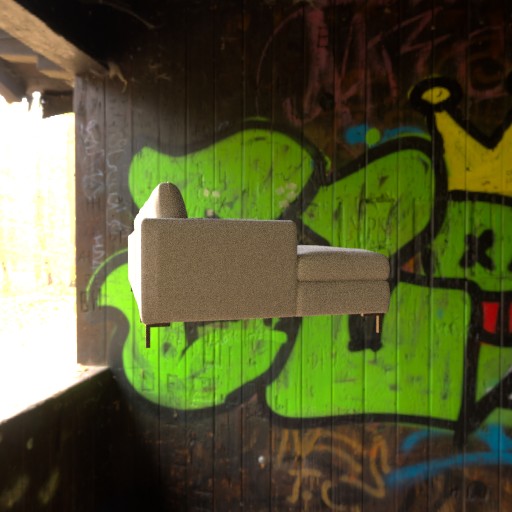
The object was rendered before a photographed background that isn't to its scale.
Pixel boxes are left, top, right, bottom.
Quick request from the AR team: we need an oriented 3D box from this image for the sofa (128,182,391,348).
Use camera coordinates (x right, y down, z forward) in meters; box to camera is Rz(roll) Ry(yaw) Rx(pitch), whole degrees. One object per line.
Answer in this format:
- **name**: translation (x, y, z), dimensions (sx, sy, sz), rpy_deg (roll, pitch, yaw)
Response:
- **sofa**: translation (0.000, 0.000, 3.474), dimensions (1.879, 0.756, 2.737), rpy_deg (0, 1, -17)
